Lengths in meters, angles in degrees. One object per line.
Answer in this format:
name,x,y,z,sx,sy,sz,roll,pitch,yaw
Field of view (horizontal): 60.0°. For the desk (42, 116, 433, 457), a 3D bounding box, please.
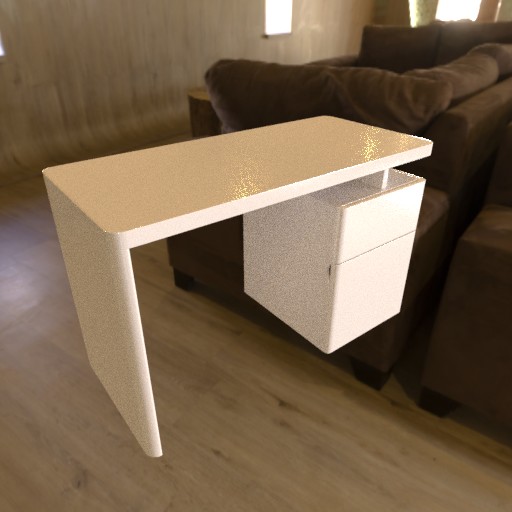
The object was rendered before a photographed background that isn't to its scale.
desk,0.000,0.000,1.629,1.200,0.760,0.550,-21,36,-32
